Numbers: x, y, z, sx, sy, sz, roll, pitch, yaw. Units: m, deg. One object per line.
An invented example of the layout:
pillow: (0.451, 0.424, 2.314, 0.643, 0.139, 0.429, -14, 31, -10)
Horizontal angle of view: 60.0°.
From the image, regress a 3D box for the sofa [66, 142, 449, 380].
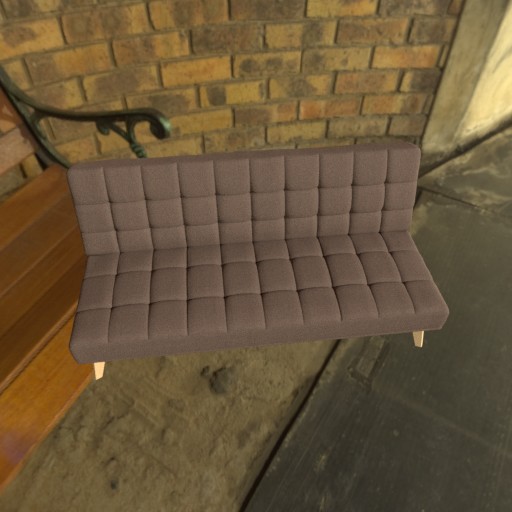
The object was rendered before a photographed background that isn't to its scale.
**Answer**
sofa: (0.000, 0.000, 2.296, 1.800, 0.810, 0.860, -5, 46, -4)
